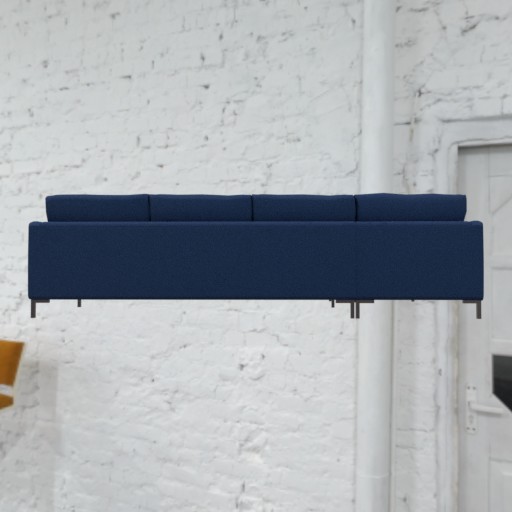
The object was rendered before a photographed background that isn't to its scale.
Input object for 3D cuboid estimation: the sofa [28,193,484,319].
[{"bbox_3d":[0.000,0.000,2.882,2.450,0.679,1.128,0,-1,1],"label":"sofa"}]
